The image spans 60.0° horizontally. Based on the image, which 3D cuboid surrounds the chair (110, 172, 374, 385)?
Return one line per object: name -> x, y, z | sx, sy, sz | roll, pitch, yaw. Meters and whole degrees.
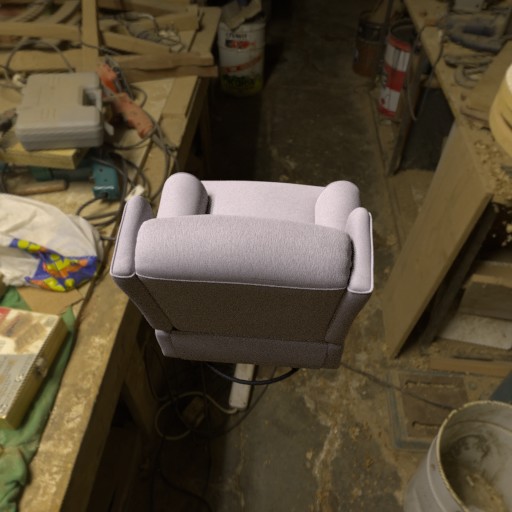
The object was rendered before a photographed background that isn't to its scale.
chair -> 0.000, 0.000, 1.730 | 0.847, 1.011, 0.969 | 4, 47, 3
